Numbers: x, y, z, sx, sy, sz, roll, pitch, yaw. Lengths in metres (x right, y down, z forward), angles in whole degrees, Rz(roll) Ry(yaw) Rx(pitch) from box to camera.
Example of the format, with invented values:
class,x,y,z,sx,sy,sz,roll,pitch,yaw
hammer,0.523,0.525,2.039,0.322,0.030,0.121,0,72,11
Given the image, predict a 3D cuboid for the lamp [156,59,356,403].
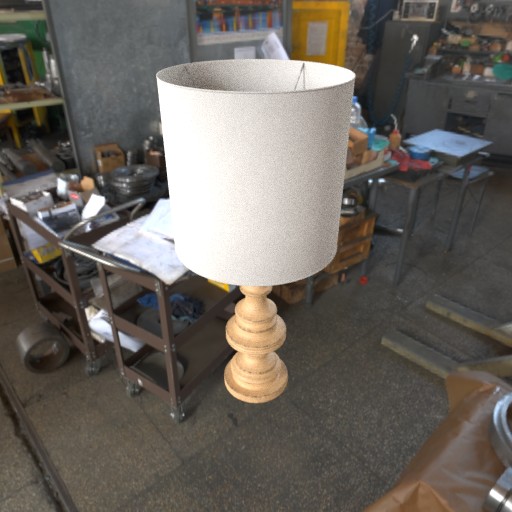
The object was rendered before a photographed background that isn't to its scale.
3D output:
class,x,y,z,sx,sy,sz,roll,pitch,yaw
lamp,0.000,0.000,0.588,0.208,0.455,0.208,8,32,13
